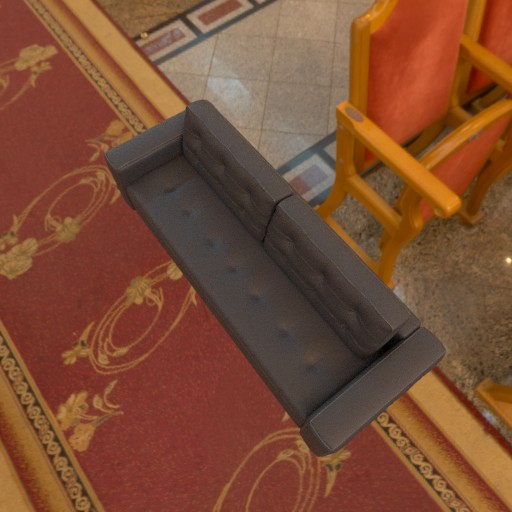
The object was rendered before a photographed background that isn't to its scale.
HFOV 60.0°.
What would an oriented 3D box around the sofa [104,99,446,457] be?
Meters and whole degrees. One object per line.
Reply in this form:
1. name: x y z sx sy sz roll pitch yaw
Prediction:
1. sofa: 0.000 0.000 2.756 0.833 0.893 2.275 -34 68 -16
